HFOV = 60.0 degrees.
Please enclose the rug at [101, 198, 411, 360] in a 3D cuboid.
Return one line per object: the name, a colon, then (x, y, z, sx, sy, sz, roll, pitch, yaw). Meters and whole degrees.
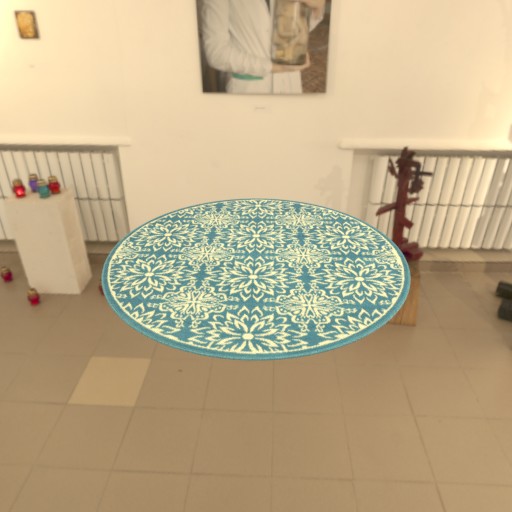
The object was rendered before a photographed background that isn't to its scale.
rug: (0.000, 0.000, 2.386, 1.593, 0.012, 1.593, 0, 30, 0)
